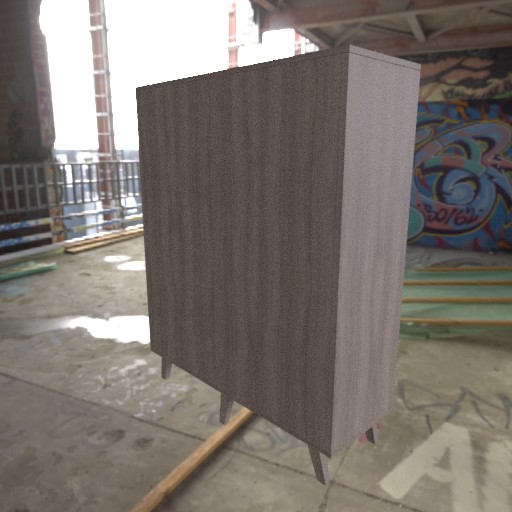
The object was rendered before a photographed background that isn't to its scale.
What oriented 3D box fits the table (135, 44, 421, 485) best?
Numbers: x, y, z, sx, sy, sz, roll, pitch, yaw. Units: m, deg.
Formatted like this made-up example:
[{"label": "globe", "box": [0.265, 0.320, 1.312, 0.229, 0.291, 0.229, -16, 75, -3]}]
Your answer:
[{"label": "table", "box": [0.000, 0.000, 1.835, 0.398, 1.388, 1.111, -13, 18, -42]}]
